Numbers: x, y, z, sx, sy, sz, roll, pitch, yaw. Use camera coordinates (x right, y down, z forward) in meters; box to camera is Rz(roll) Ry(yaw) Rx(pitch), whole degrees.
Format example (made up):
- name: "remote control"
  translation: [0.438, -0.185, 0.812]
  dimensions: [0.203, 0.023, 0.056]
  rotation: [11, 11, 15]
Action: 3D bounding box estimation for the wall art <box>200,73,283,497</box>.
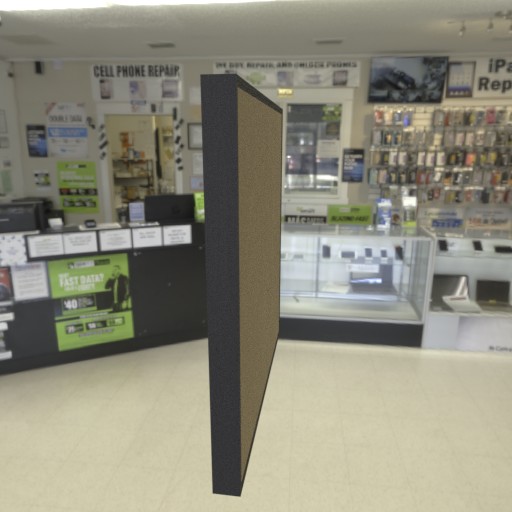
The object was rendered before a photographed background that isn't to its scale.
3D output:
- name: "wall art"
  translation: [0.000, 0.000, 0.751]
  dimensions: [0.037, 0.507, 0.509]
  rotation: [2, 15, 8]
